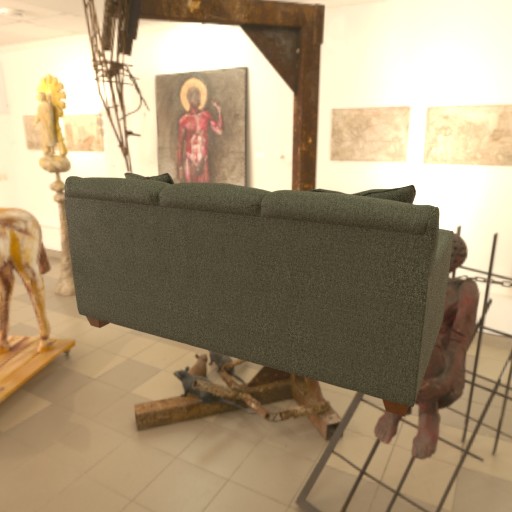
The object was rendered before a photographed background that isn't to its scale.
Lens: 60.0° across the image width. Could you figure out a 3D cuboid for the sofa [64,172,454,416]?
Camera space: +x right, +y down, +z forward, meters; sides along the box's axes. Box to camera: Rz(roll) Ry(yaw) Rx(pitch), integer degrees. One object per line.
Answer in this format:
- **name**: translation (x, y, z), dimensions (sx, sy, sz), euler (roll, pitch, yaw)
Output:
- **sofa**: translation (0.000, 0.000, 2.579), dimensions (2.024, 0.958, 0.997), euler (9, 18, 27)
